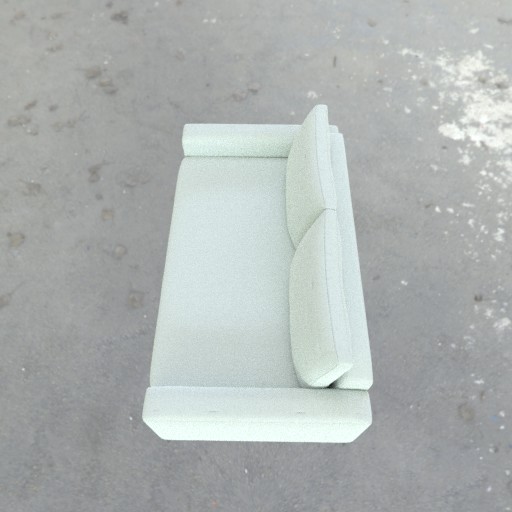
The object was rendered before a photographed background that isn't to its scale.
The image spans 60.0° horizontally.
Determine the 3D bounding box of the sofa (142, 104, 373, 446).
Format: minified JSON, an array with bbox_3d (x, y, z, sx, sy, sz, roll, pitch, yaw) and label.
[{"bbox_3d":[0.000,0.000,2.214,0.920,0.790,1.650,1,58,0],"label":"sofa"}]
